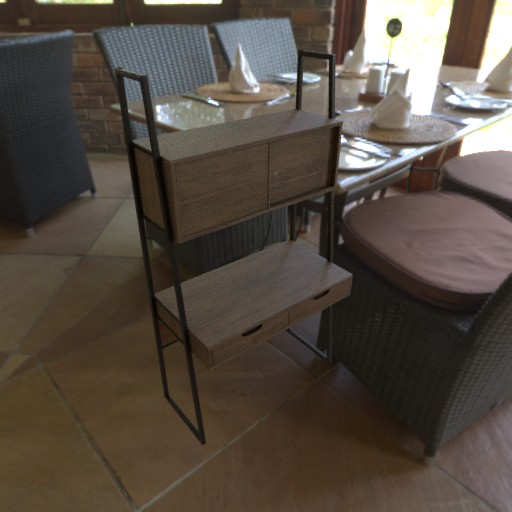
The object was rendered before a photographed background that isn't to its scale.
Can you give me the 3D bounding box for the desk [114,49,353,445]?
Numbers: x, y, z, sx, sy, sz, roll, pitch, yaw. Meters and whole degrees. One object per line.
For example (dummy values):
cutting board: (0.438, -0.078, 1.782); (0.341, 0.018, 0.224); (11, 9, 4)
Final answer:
desk: (0.000, 0.000, 2.245); (0.982, 1.809, 0.515); (-22, 37, -32)
